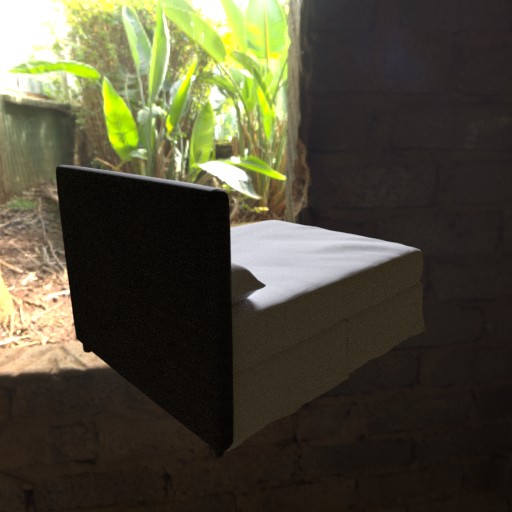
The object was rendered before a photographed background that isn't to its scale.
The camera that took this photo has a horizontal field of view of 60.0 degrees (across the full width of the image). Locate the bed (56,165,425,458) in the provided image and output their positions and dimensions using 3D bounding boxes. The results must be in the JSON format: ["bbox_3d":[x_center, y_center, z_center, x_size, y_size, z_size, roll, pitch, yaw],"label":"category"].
[{"bbox_3d":[0.000,0.000,3.203,2.142,1.330,1.723,-15,22,-42],"label":"bed"}]
